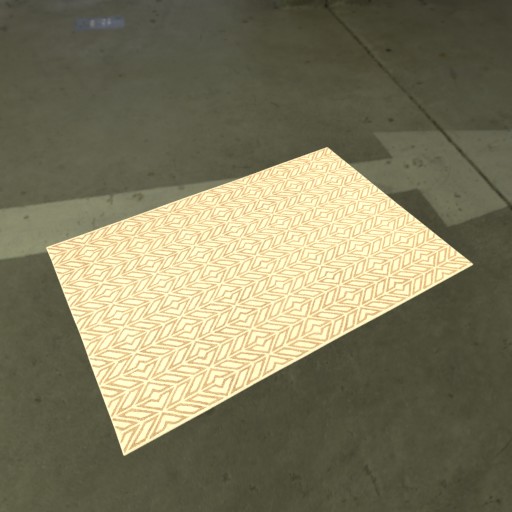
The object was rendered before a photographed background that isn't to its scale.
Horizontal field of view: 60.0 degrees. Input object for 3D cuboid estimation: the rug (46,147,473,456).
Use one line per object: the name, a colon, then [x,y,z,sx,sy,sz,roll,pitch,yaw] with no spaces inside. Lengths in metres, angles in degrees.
rug: [0.000,0.000,2.277,1.828,0.007,1.220,-23,51,-20]
